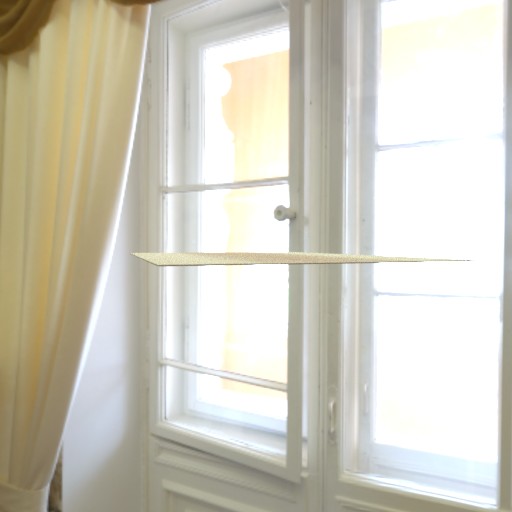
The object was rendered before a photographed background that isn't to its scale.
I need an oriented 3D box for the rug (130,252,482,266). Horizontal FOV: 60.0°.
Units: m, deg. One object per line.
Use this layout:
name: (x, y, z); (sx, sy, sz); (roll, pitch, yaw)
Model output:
rug: (0.000, 0.000, 2.389); (1.234, 0.006, 1.850); (-1, 2, -18)
